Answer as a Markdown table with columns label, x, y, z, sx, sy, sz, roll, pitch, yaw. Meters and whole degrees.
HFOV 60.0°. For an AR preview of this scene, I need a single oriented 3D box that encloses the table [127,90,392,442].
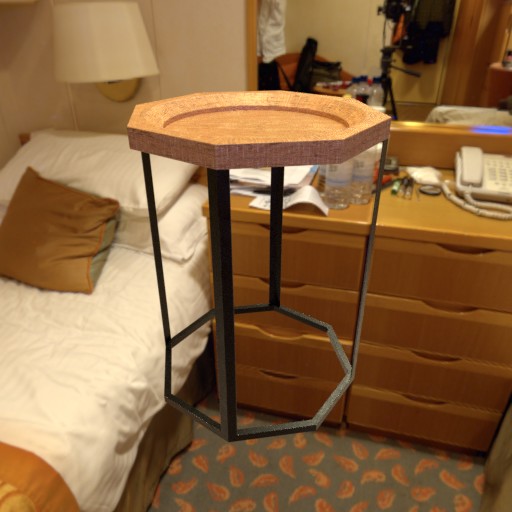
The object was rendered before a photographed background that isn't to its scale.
| label | x | y | z | sx | sy | sz | roll | pitch | yaw |
| --- | --- | --- | --- | --- | --- | --- | --- | --- | --- |
| table | 0.000 | 0.000 | 0.872 | 0.437 | 0.553 | 0.437 | -17 | 33 | -27 |
